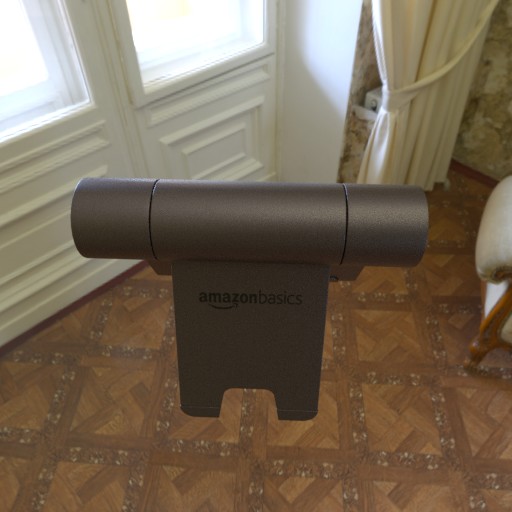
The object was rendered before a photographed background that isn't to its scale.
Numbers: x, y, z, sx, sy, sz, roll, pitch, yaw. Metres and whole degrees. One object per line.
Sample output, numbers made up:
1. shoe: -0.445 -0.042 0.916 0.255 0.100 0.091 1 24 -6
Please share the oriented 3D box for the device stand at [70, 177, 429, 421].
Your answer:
1. device stand: 0.000 0.000 0.151 0.088 0.084 0.079 2 46 2
